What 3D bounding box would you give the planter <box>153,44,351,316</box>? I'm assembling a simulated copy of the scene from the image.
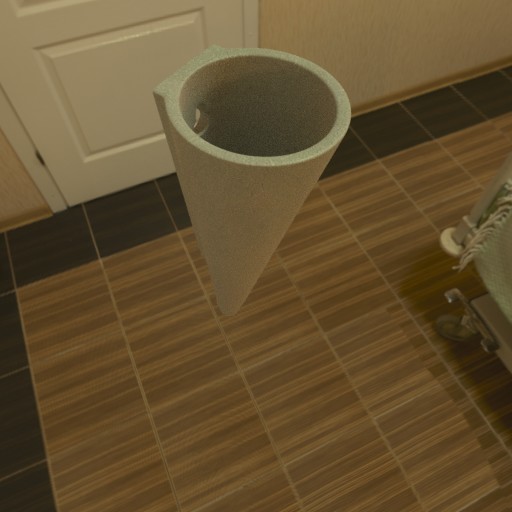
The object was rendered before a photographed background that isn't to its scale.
[{"bbox_3d":[0.000,0.000,0.227,0.064,0.191,0.057,32,63,19],"label":"planter"}]
